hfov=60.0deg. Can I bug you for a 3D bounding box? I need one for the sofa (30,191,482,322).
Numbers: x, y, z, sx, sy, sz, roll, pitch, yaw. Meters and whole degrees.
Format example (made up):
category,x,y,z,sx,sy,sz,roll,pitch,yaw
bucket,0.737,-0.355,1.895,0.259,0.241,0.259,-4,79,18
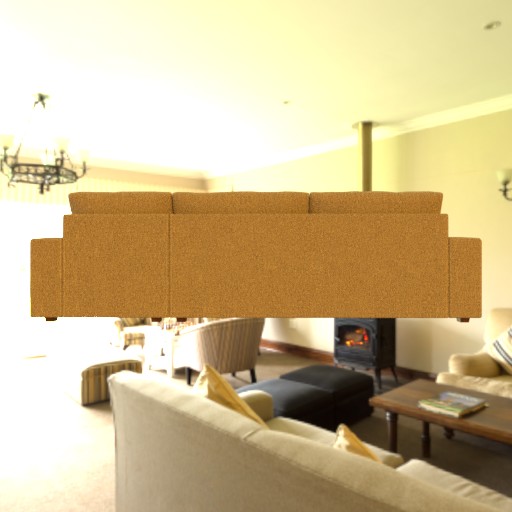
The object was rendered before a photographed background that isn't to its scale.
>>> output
category,x,y,z,sx,sy,sz,roll,pitch,yaw
sofa,0.000,0.000,3.497,2.718,0.813,1.689,0,0,0
